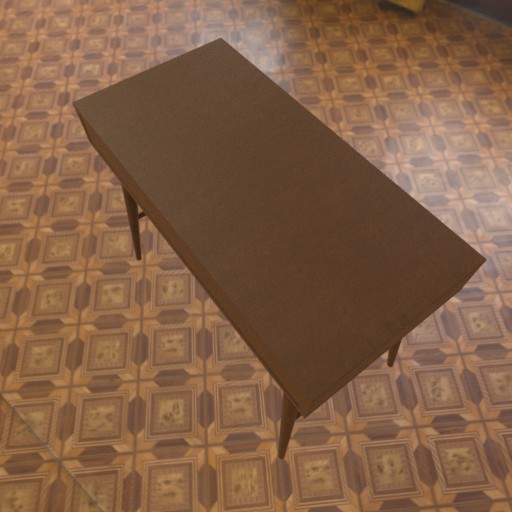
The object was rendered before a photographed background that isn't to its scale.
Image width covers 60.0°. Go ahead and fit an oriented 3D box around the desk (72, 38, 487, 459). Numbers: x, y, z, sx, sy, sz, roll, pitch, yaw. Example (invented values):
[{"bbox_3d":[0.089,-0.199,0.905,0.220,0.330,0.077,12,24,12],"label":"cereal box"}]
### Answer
[{"bbox_3d":[0.000,0.000,1.349,0.510,0.758,0.949,-33,64,-18],"label":"desk"}]
